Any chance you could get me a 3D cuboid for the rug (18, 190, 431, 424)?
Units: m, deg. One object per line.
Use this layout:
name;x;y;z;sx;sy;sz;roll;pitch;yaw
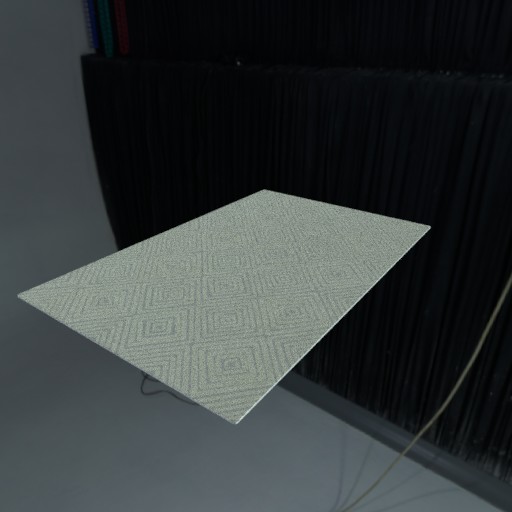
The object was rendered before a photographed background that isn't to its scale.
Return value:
rug;0.000;0.000;2.147;1.143;0.008;1.753;18;31;32
